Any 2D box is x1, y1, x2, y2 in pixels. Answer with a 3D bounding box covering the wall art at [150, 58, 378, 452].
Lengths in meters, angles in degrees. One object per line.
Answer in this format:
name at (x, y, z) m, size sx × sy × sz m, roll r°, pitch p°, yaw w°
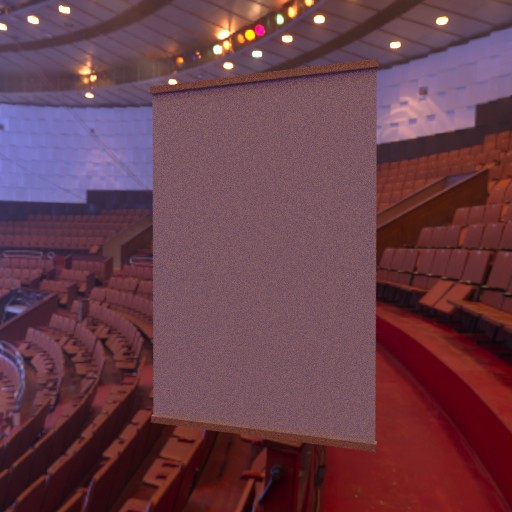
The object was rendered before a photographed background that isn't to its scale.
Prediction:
wall art at (0.000, 0.000, 1.873) m, size 0.990 × 1.519 × 0.030 m, roll 0°, pitch 1°, yaw 17°
